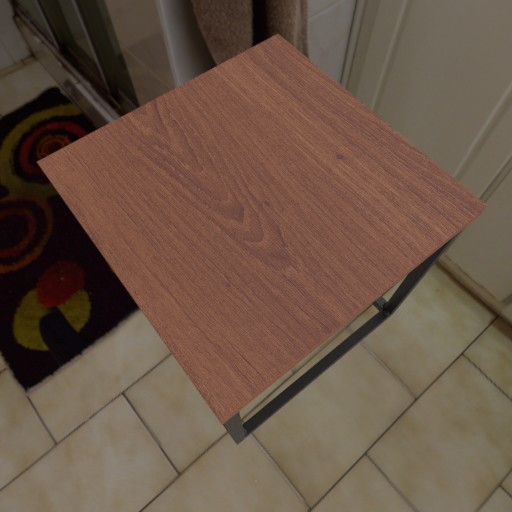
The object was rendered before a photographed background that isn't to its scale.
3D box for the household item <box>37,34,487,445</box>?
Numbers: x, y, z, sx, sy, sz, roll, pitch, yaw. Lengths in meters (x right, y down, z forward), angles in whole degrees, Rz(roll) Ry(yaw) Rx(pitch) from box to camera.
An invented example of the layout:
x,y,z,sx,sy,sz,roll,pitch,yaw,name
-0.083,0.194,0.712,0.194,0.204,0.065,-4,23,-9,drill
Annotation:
x,y,z,sx,sy,sz,roll,pitch,yaw,name
0.000,0.000,0.731,0.400,0.400,0.400,-35,68,-16,household item
